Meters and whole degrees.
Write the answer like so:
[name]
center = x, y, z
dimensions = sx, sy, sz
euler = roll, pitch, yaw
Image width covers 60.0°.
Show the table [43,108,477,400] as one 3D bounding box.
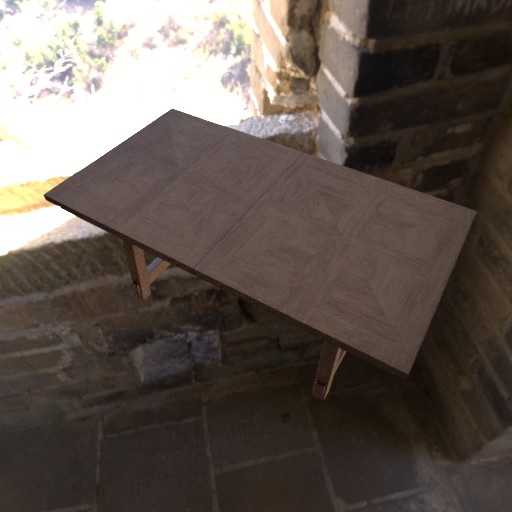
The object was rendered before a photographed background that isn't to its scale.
[table]
center = 0.000, 0.000, 2.461
dimensions = 1.881, 0.768, 1.016
euler = 24, 52, 21
